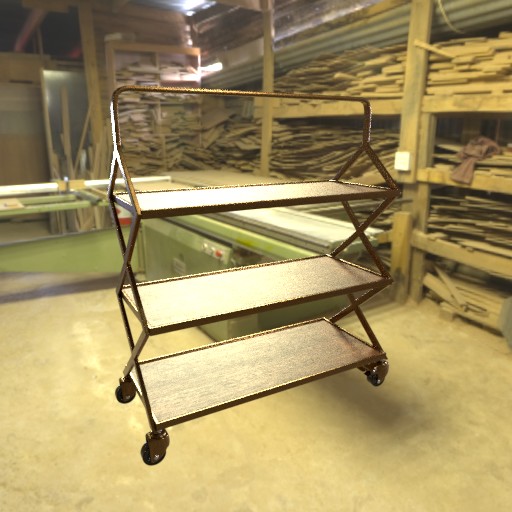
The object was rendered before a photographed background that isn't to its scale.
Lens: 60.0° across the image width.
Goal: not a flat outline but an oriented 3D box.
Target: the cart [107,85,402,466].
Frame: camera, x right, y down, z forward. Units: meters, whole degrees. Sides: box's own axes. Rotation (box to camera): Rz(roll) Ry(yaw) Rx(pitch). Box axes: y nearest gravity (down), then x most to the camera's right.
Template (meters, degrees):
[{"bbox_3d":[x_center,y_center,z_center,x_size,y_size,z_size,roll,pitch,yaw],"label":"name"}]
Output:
[{"bbox_3d":[0.000,0.000,1.157,0.723,0.805,0.313,-8,17,-28],"label":"cart"}]
